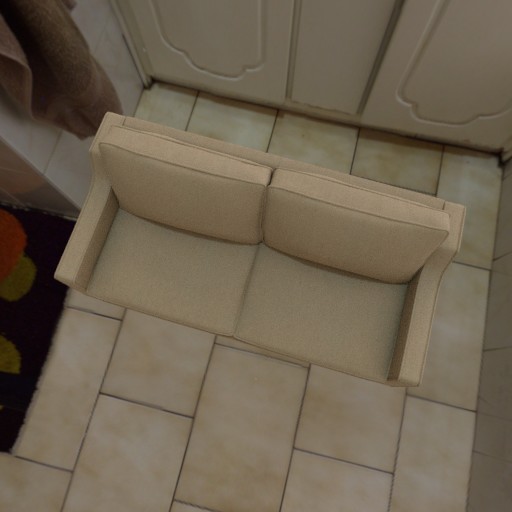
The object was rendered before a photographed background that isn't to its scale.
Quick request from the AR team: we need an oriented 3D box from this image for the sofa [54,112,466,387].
[{"bbox_3d":[0.000,0.000,2.794,2.178,1.071,1.066,16,75,4],"label":"sofa"}]
